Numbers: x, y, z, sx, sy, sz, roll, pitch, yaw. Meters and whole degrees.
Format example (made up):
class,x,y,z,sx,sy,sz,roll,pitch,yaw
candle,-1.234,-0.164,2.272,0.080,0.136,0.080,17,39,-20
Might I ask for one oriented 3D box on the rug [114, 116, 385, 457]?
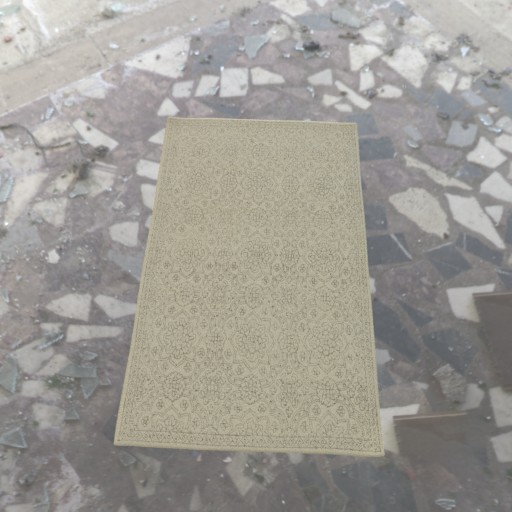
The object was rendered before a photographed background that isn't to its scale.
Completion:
class,x,y,z,sx,sy,sz,roll,pitch,yaw
rug,0.000,0.000,2.405,1.214,0.023,1.947,2,64,1
